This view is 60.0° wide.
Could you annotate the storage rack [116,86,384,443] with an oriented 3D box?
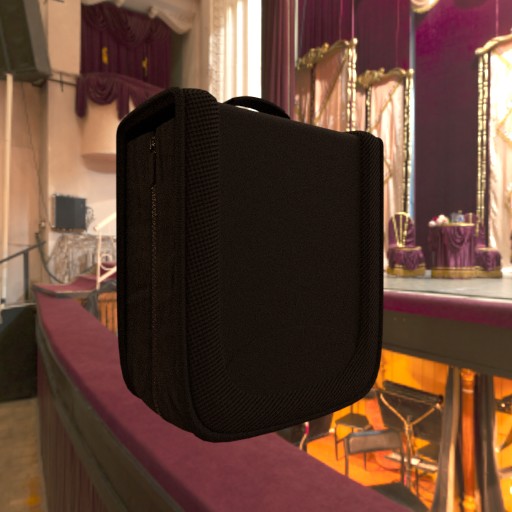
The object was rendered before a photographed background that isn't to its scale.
[{"bbox_3d":[0.000,0.000,0.552,0.297,0.387,0.168,0,0,-37],"label":"storage rack"}]
